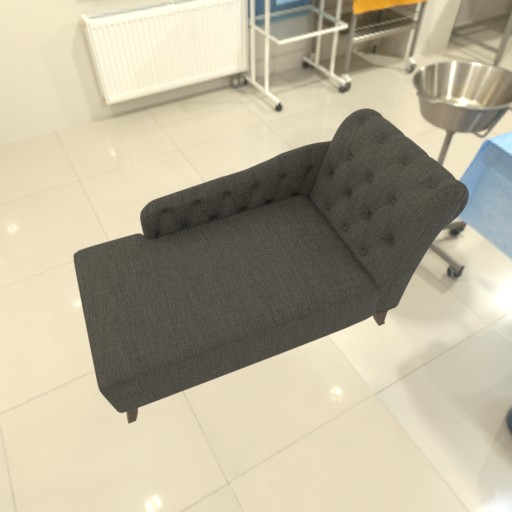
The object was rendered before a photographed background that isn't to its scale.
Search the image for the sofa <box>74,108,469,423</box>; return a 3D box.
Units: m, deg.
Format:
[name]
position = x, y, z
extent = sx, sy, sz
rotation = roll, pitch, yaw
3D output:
[sofa]
position = 0.000, 0.000, 1.796
extent = 1.379, 0.787, 0.675
rotation = -17, 50, -15
